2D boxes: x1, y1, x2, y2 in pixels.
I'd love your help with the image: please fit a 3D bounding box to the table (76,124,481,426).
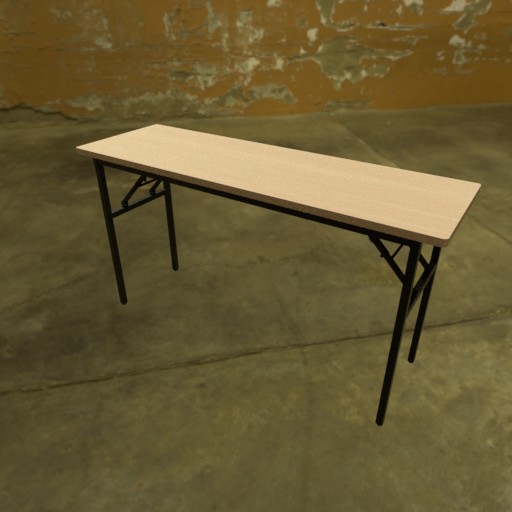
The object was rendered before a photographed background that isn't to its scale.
[{"bbox_3d":[0.000,0.000,1.745,1.397,0.750,0.447,18,35,28],"label":"table"}]
